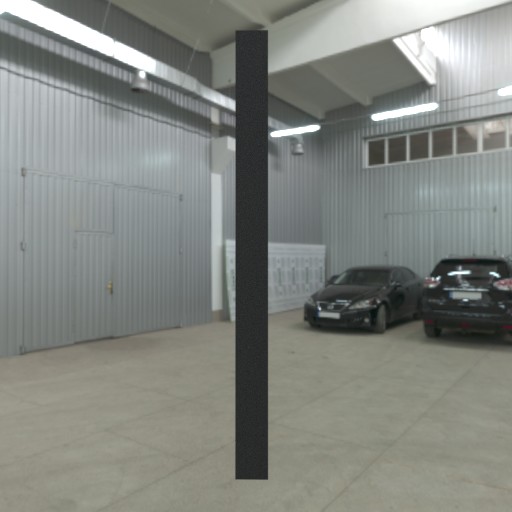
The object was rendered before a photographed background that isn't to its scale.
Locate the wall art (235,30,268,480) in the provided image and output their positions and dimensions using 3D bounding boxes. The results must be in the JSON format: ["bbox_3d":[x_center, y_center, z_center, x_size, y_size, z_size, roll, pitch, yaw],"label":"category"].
[{"bbox_3d":[0.000,0.000,0.754,0.037,0.507,0.509,0,-1,1],"label":"wall art"}]
